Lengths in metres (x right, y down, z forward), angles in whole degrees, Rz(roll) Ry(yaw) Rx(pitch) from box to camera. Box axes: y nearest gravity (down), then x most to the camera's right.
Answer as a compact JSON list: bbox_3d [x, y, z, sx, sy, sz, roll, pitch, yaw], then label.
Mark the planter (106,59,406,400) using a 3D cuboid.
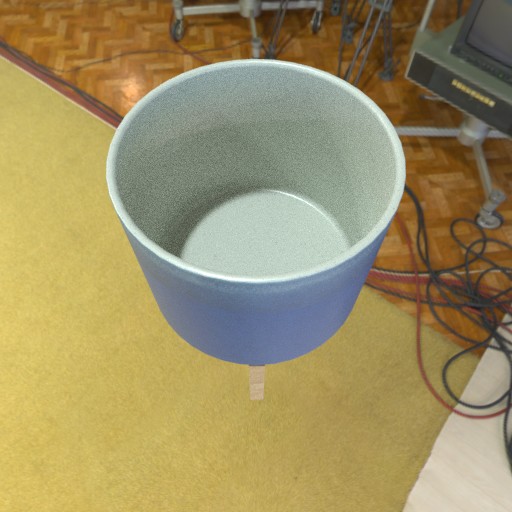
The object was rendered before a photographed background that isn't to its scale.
[{"bbox_3d":[0.000,0.000,0.400,0.192,0.263,0.192,0,59,0],"label":"planter"}]
